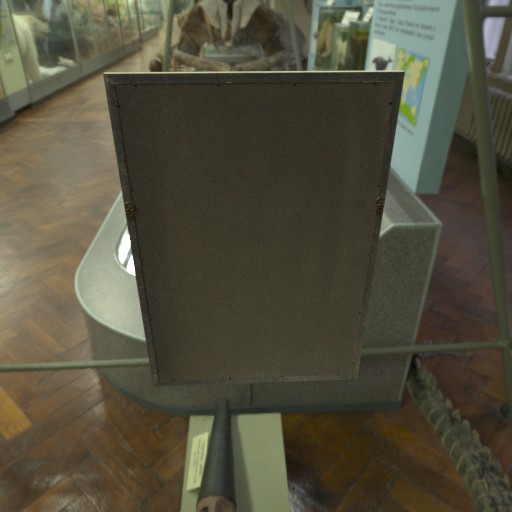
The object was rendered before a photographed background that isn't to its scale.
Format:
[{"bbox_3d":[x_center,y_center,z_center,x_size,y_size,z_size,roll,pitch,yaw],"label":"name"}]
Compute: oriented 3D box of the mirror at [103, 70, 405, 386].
[{"bbox_3d":[0.000,0.000,1.288,0.705,0.996,0.025,-1,30,-2],"label":"mirror"}]
